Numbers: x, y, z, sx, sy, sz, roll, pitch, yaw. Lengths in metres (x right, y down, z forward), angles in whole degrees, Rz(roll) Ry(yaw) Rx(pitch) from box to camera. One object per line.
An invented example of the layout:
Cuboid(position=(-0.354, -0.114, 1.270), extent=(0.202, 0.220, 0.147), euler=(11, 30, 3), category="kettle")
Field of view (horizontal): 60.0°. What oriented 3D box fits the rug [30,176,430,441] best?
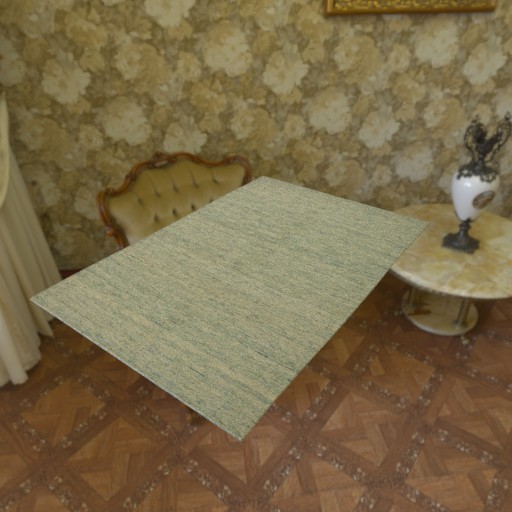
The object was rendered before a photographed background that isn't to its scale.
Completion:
Cuboid(position=(0.000, 0.000, 2.925), extent=(1.547, 0.013, 2.283), euler=(22, 38, 30), category="rug")
